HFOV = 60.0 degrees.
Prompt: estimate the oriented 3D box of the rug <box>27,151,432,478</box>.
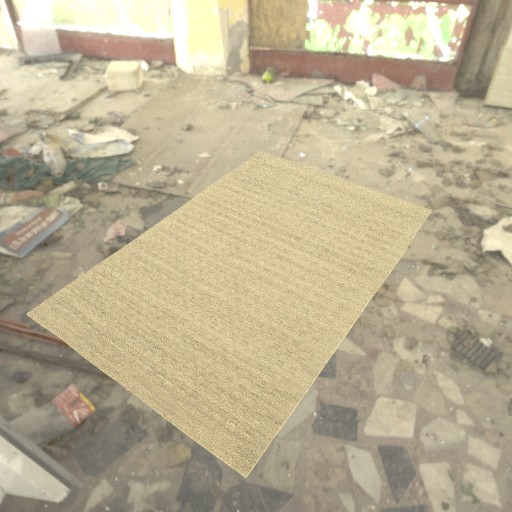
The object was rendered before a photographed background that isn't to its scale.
[{"bbox_3d":[0.000,0.000,2.855,1.532,0.018,2.297,25,48,26],"label":"rug"}]
